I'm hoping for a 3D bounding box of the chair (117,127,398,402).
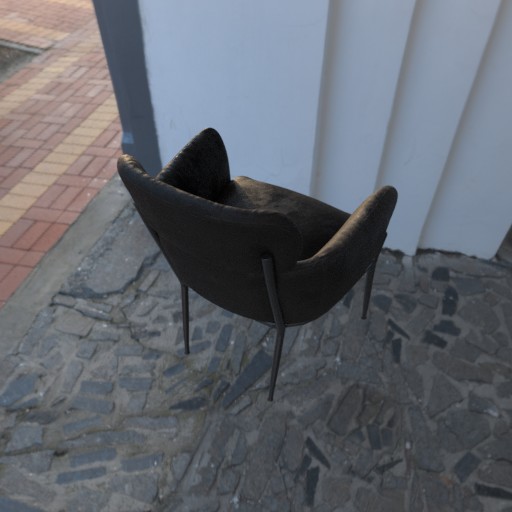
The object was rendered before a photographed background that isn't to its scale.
[{"bbox_3d":[0.000,0.000,1.299,0.640,0.818,0.604,23,49,22],"label":"chair"}]
